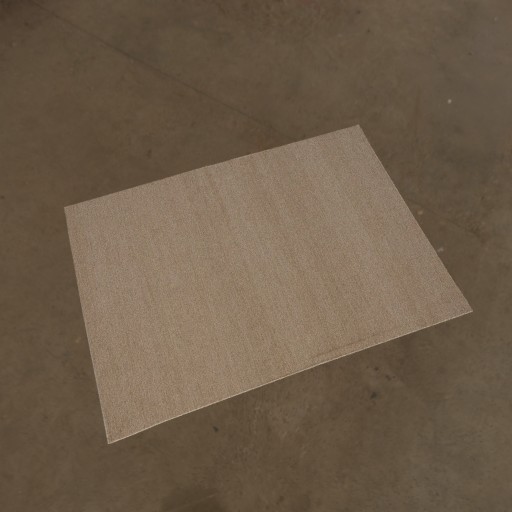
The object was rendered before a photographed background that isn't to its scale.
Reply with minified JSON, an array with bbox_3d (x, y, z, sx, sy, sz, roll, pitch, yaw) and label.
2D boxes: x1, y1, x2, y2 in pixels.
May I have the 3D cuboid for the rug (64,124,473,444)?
[{"bbox_3d":[0.000,0.000,3.662,2.869,0.038,2.032,-17,65,-9],"label":"rug"}]
